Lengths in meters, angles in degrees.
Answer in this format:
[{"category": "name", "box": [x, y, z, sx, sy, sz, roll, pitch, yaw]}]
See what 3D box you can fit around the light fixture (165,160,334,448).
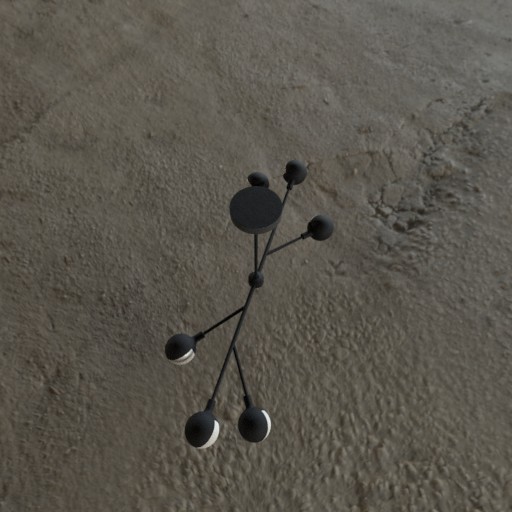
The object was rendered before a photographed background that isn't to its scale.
[{"category": "light fixture", "box": [0.000, 0.000, 0.998, 0.434, 0.362, 0.778, 29, 63, 17]}]
